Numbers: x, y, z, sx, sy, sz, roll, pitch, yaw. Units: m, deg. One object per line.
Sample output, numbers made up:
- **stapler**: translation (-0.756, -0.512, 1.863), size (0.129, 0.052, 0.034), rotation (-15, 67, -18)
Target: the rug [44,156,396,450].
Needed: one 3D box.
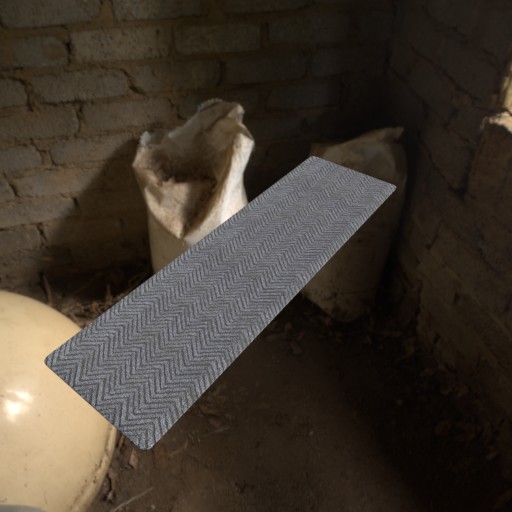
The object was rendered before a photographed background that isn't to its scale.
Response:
- **rug**: translation (0.000, 0.000, 2.513), size (0.686, 0.008, 2.286), rotation (27, 49, 27)
